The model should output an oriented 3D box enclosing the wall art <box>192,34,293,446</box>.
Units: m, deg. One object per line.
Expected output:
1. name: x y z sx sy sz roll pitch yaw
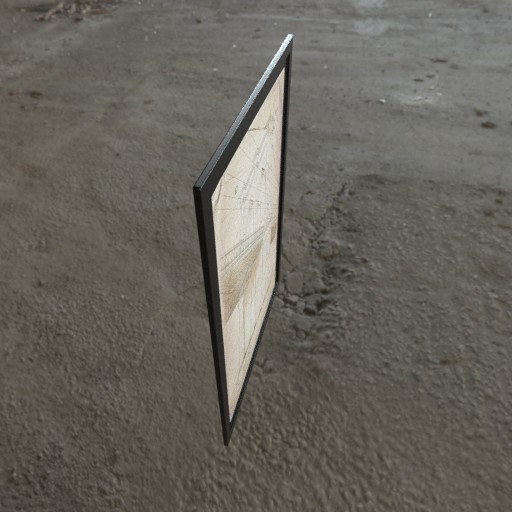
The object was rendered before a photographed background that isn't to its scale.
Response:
1. wall art: 0.000 0.000 1.266 0.013 0.967 0.707 11 46 11
